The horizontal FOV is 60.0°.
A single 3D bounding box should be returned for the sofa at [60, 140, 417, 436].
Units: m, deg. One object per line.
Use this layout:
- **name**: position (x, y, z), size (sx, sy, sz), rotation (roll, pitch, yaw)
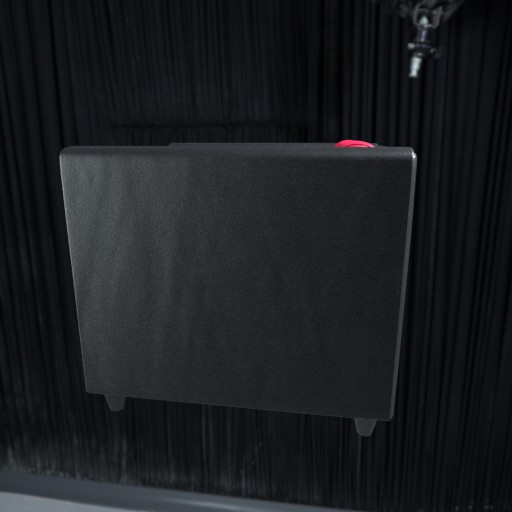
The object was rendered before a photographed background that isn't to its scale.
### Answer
- **sofa**: position (0.000, 0.000, 1.435), size (0.809, 0.724, 0.839), rotation (2, 15, 9)
